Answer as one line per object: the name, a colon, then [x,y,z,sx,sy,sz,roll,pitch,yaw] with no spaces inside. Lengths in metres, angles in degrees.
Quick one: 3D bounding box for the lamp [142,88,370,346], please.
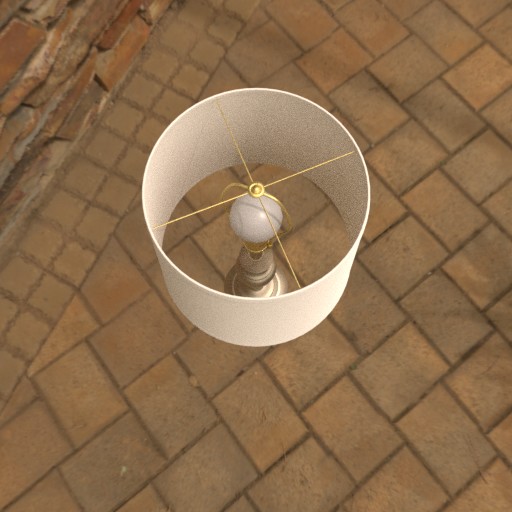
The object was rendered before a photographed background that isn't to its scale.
lamp: [0.000,0.000,0.806,0.328,0.619,0.328,0,75,0]
